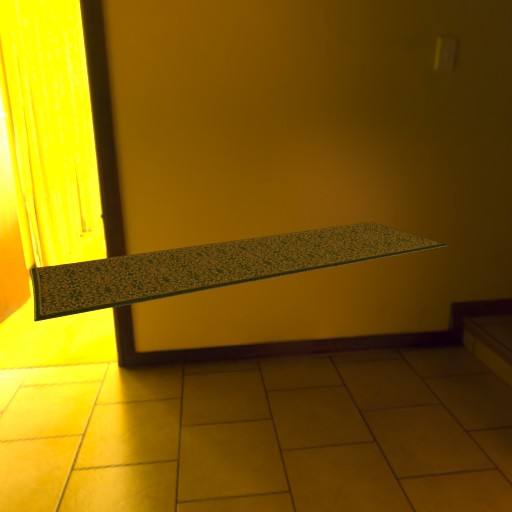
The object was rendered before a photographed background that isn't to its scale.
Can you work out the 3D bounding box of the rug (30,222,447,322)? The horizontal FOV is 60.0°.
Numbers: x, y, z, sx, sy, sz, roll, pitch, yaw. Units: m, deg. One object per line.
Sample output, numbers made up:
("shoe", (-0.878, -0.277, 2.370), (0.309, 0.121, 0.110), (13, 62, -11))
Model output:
("rug", (0.000, 0.000, 2.406), (2.196, 0.011, 0.662), (-9, 20, -26))
